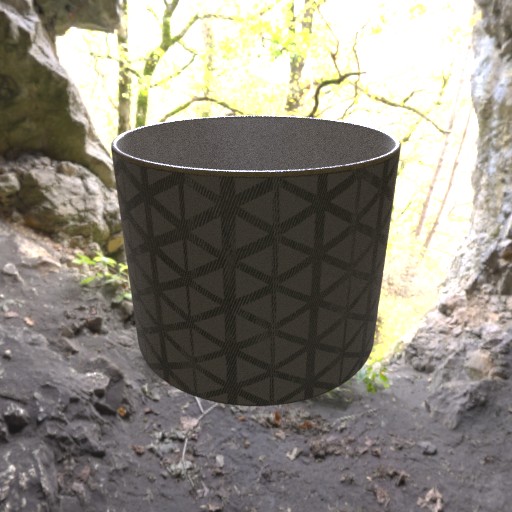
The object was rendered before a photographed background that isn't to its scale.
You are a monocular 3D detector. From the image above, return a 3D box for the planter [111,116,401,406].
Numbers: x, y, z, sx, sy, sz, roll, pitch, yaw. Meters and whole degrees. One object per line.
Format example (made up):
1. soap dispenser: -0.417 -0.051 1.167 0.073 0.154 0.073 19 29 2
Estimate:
1. planter: 0.000 0.000 0.341 0.190 0.181 0.190 0 26 0
